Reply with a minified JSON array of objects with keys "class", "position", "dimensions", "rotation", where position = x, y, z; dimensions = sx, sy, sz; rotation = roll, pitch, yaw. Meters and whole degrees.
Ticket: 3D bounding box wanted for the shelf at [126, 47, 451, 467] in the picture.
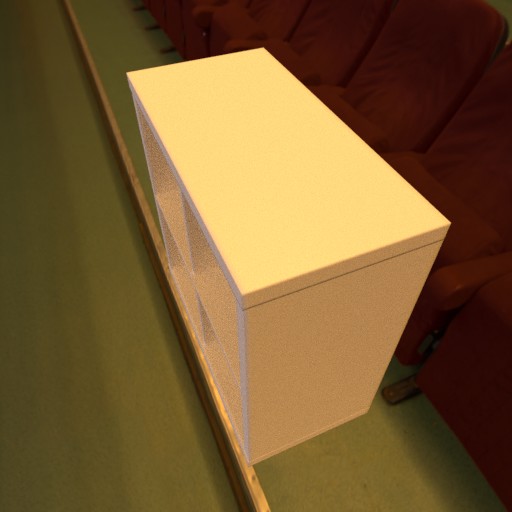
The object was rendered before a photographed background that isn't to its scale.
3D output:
[{"class":"shelf","position":[0.000,0.000,1.246],"dimensions":[0.390,0.786,0.790],"rotation":[-18,50,-16]}]
